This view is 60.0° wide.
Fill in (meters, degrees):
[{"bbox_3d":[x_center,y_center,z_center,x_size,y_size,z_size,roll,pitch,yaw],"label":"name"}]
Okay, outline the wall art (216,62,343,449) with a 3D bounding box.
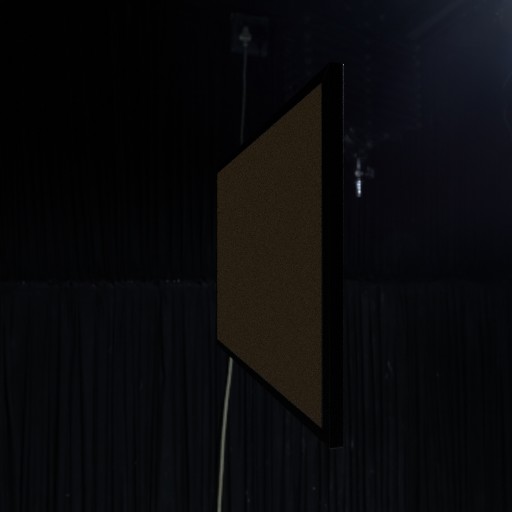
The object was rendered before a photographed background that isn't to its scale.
[{"bbox_3d":[0.000,0.000,0.562,0.013,0.306,0.440,0,0,-17],"label":"wall art"}]
